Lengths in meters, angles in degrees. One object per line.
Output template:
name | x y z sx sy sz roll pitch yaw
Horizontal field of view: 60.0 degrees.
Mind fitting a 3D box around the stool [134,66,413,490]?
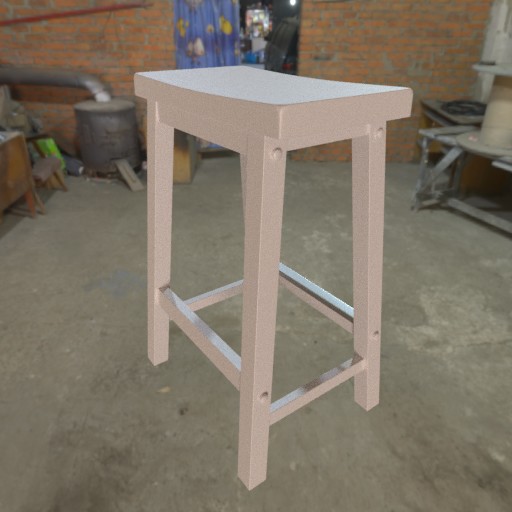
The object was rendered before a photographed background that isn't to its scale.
stool | 0.000 0.000 0.819 0.322 0.610 0.406 -19 33 -31
